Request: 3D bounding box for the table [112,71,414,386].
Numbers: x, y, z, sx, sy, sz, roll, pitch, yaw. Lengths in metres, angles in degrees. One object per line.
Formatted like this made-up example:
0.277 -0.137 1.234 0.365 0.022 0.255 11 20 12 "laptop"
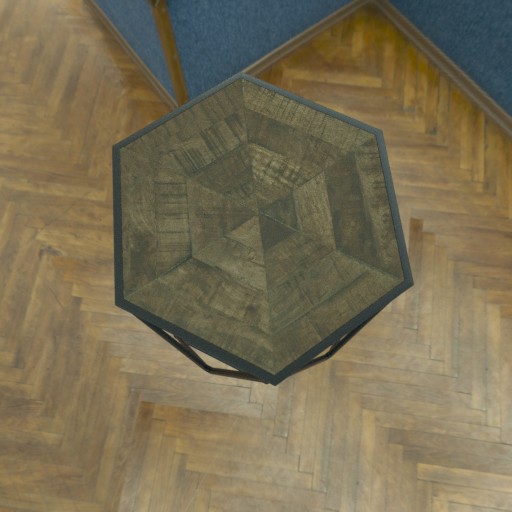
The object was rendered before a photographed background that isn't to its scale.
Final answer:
0.000 0.000 1.058 0.578 0.564 0.579 -34 77 -9 "table"
